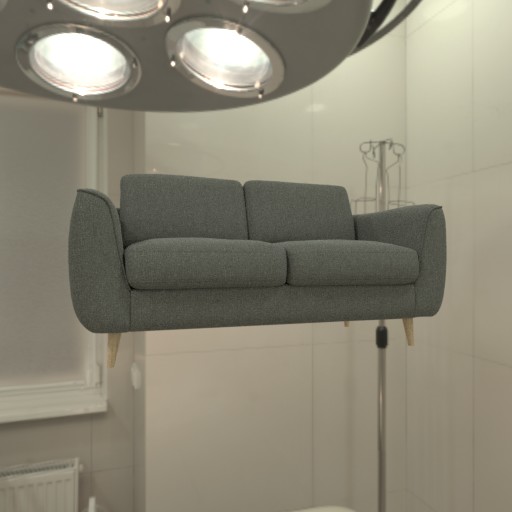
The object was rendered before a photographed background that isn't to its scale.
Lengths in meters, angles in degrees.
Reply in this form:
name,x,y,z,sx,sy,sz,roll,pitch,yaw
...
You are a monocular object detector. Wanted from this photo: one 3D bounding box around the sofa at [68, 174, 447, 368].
name,x,y,z,sx,sy,sz,roll,pitch,yaw
sofa,0.000,0.000,2.241,1.700,0.870,0.920,0,0,-18
